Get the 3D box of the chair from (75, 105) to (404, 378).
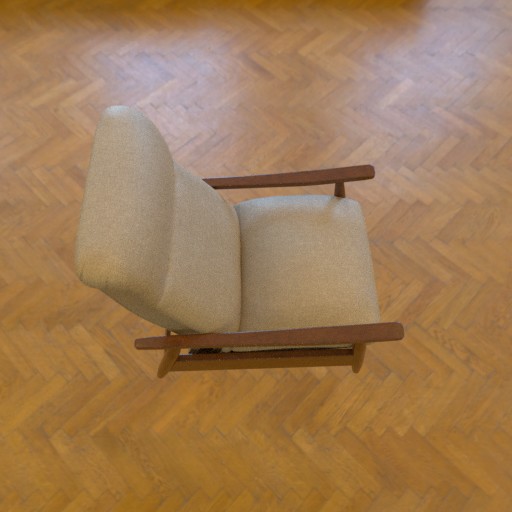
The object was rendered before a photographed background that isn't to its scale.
[{"bbox_3d":[0.000,0.000,1.794,1.030,1.082,0.762,-1,63,-1],"label":"chair"}]
